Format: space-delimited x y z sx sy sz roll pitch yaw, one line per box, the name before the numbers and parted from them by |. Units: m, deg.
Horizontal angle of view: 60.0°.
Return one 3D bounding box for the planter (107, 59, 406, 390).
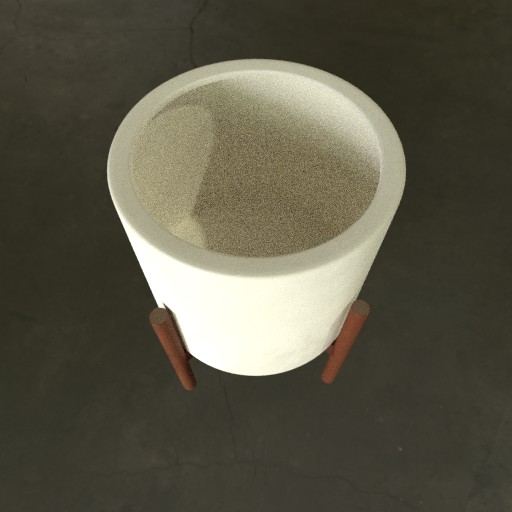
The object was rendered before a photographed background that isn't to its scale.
planter | 0.000 0.000 0.875 0.421 0.581 0.420 1 59 0
